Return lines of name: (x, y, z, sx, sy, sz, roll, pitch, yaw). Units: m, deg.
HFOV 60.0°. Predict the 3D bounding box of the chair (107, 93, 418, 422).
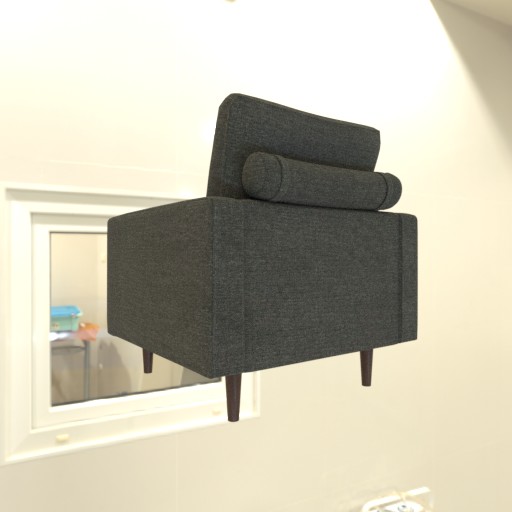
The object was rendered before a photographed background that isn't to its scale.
chair: (0.000, 0.000, 1.573, 0.821, 0.880, 0.843, 0, 0, -36)
